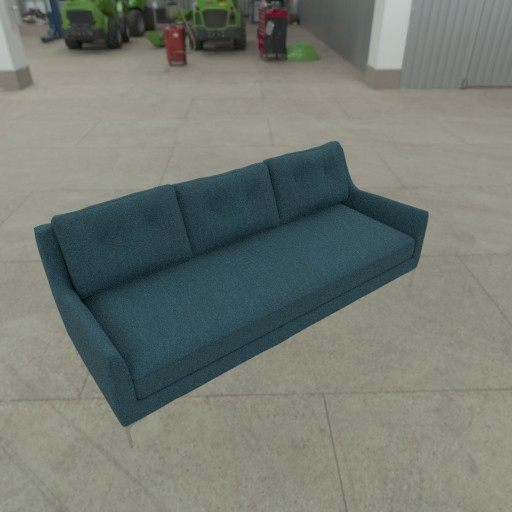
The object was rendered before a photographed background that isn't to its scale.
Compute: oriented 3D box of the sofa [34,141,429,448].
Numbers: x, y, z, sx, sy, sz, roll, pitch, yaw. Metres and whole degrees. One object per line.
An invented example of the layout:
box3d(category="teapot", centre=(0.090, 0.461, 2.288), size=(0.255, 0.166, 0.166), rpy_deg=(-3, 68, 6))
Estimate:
box3d(category="sofa", centre=(0.000, 0.000, 2.519), size=(2.060, 0.837, 0.849), rpy_deg=(-22, 38, -31))
